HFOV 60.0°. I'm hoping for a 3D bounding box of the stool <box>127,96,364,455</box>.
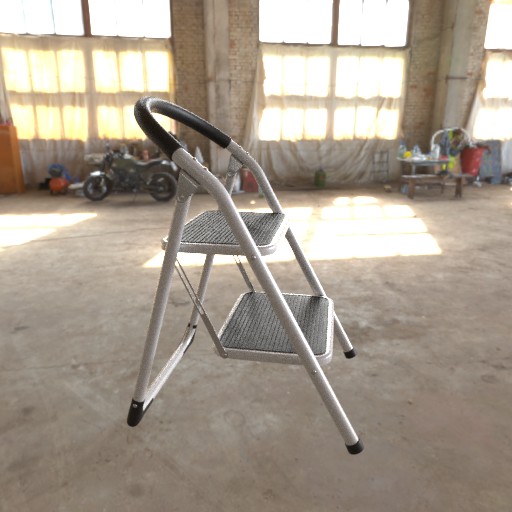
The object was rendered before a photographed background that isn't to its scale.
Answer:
[{"bbox_3d":[0.000,0.000,1.116,0.559,0.760,0.453,3,17,10],"label":"stool"}]
